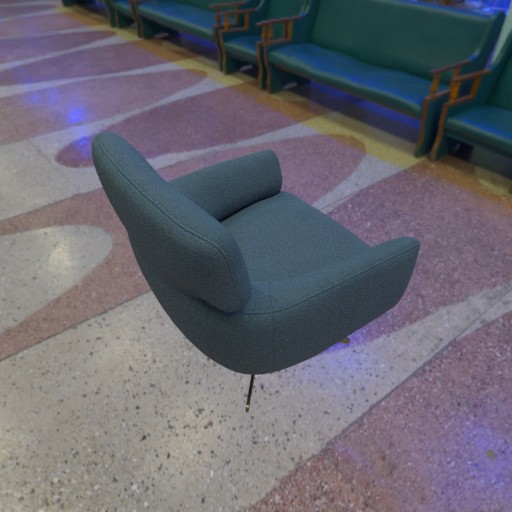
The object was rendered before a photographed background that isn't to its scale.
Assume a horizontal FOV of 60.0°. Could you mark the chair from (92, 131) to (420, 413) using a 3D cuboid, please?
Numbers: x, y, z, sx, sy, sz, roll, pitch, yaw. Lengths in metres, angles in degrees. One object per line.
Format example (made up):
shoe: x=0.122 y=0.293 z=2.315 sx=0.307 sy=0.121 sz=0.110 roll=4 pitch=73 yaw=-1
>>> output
chair: x=0.000 y=0.000 z=1.427 sx=0.761 sy=0.813 sz=0.738 roll=-26 pitch=47 yaw=-27
